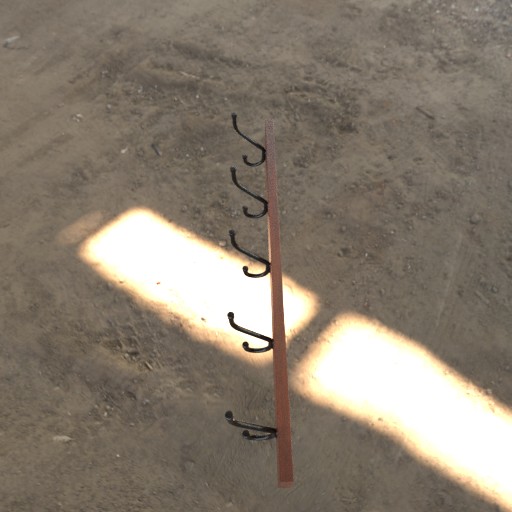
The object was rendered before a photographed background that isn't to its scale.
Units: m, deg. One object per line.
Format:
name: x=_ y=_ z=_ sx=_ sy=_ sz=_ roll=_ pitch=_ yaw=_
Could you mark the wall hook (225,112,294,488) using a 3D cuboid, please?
wall hook: x=0.000 y=0.000 z=0.624 sx=0.071 sy=0.117 sz=0.571 roll=-1 pitch=57 yaw=-1
